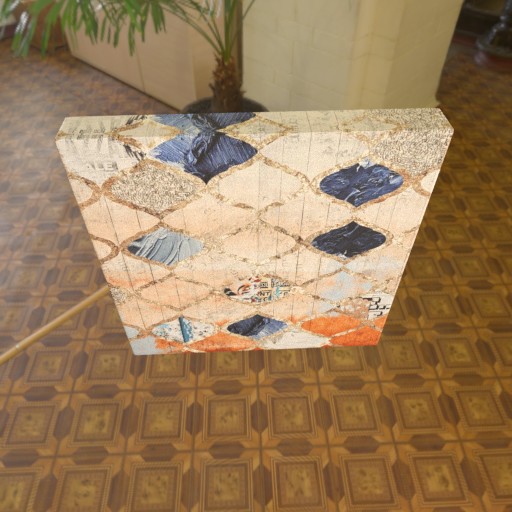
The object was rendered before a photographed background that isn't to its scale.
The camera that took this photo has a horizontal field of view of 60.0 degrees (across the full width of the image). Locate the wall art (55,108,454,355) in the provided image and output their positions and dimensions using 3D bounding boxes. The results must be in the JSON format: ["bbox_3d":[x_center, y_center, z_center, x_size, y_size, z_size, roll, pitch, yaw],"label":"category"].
[{"bbox_3d":[0.000,0.000,0.456,0.303,0.304,0.036,-2,46,-2],"label":"wall art"}]
